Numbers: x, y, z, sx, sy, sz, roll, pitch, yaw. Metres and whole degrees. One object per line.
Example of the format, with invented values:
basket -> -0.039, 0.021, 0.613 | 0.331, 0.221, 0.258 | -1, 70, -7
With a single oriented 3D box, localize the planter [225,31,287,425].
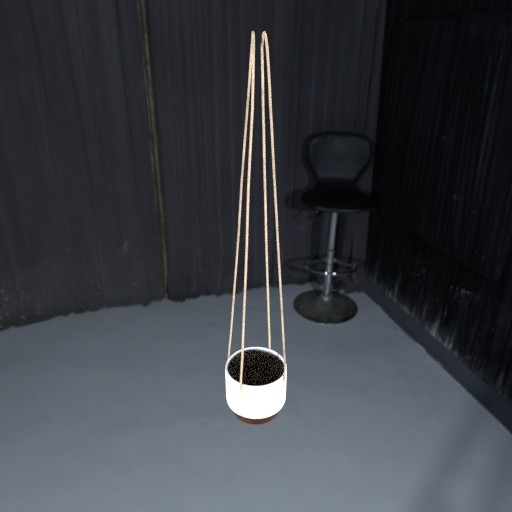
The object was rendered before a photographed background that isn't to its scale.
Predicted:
planter -> 0.000, 0.000, 0.928 | 0.146, 0.841, 0.146 | -8, 27, -16
